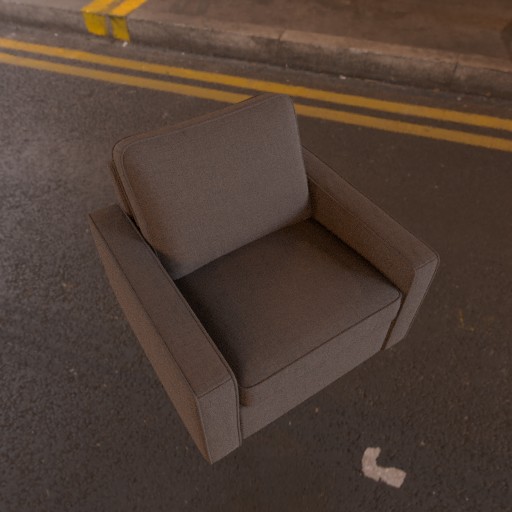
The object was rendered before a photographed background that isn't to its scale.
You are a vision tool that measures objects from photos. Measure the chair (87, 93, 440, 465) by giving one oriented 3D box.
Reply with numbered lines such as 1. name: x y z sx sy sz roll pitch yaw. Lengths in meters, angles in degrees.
1. chair: 0.000 0.000 1.725 1.017 0.919 0.940 -26 53 -21
